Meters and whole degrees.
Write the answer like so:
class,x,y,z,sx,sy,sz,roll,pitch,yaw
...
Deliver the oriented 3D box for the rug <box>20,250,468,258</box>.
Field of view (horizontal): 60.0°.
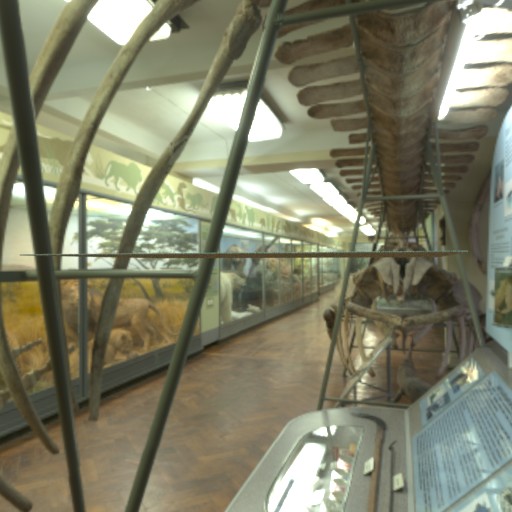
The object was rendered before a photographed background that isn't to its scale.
class,x,y,z,sx,sy,sz,roll,pitch,yaw
rug,0.000,0.000,2.844,2.286,0.006,1.522,0,-1,18
